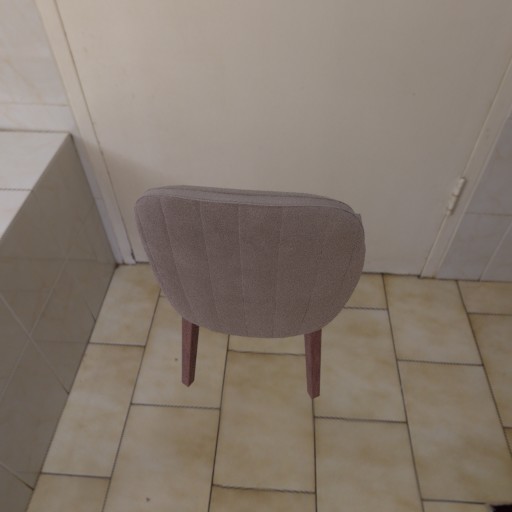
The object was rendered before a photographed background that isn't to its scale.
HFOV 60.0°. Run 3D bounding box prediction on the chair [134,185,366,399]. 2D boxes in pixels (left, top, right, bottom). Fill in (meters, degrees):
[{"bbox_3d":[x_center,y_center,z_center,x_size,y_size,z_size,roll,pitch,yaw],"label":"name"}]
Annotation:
[{"bbox_3d":[0.000,0.000,1.291,0.643,0.889,0.575,4,47,4],"label":"chair"}]
